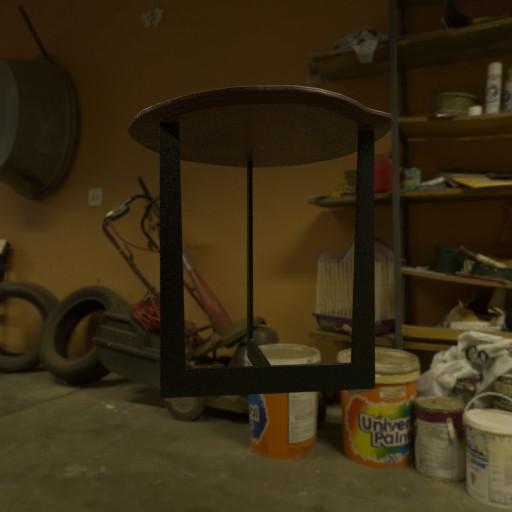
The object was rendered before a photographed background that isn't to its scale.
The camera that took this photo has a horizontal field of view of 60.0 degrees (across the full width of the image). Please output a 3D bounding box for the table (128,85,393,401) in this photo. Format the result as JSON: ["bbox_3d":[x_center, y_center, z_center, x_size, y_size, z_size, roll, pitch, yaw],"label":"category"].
[{"bbox_3d":[0.000,0.000,0.861,0.477,0.476,0.494,0,0,-19],"label":"table"}]
